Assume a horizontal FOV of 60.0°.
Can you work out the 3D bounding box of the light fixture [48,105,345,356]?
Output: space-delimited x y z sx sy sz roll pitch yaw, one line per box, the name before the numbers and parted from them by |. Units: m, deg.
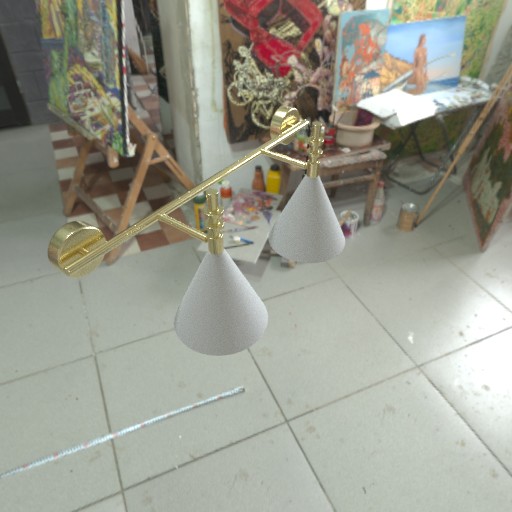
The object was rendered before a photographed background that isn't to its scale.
light fixture | 0.000 0.000 0.850 0.239 0.468 0.642 25 46 27
